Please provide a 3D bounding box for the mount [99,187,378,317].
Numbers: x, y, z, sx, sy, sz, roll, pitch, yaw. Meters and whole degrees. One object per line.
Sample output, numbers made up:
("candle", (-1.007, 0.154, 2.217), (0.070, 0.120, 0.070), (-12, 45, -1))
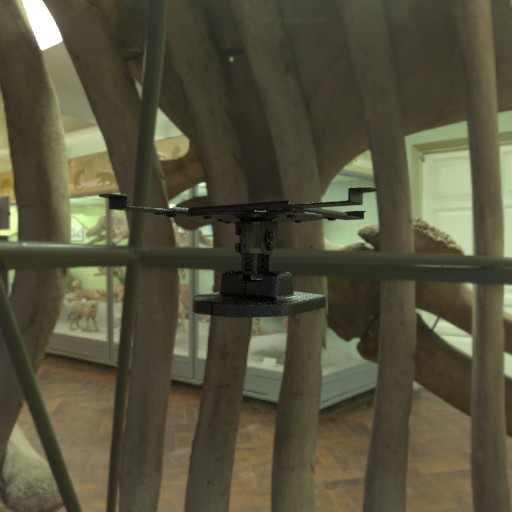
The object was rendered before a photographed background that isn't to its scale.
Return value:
("mount", (0.000, 0.000, 0.611), (0.394, 0.141, 0.394), (1, 1, 36))
